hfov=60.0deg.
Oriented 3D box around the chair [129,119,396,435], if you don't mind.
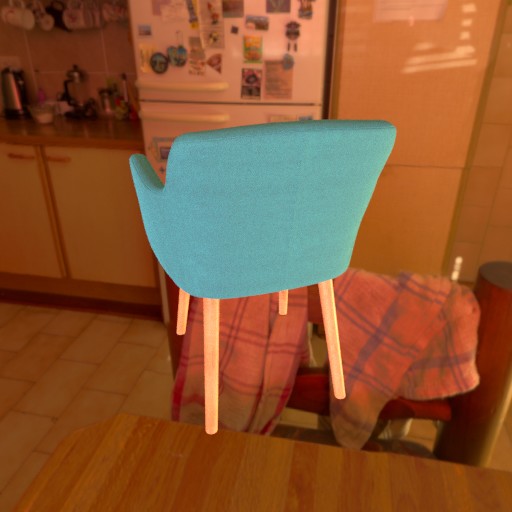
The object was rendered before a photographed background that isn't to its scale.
[{"bbox_3d":[0.000,0.000,1.189,0.570,0.780,0.540,-9,28,-17],"label":"chair"}]
